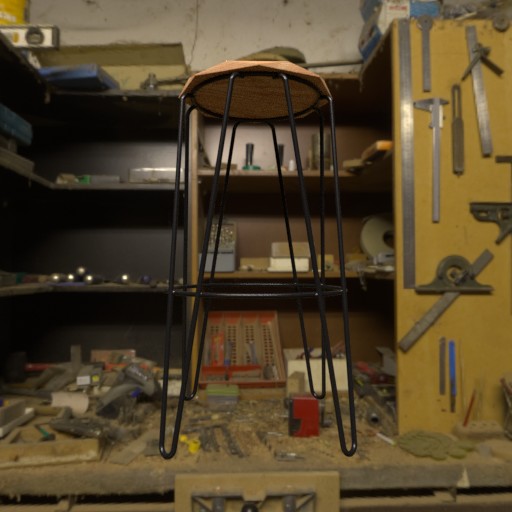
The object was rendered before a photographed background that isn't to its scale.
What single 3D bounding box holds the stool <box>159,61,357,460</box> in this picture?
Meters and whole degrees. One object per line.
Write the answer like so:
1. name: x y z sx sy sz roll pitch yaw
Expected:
1. stool: 0.000 0.000 0.807 0.326 0.610 0.326 0 -1 -2
